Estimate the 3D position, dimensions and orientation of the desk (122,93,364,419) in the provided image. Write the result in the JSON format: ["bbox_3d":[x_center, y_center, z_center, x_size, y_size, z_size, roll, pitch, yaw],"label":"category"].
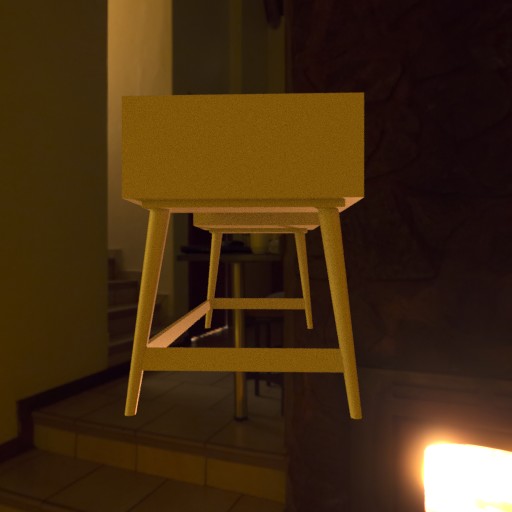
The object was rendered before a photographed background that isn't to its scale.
[{"bbox_3d":[0.000,0.000,1.698,0.589,0.762,1.313,0,0,2],"label":"desk"}]
